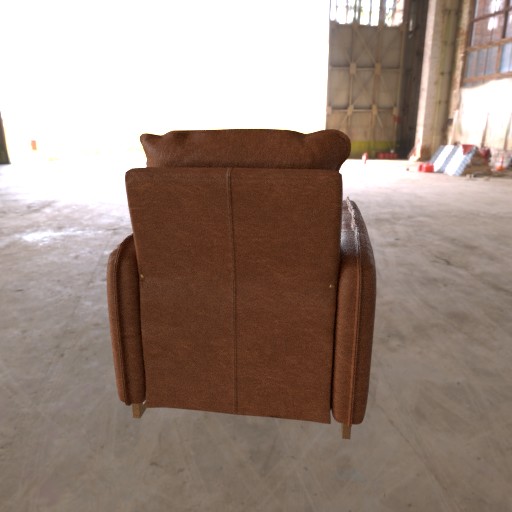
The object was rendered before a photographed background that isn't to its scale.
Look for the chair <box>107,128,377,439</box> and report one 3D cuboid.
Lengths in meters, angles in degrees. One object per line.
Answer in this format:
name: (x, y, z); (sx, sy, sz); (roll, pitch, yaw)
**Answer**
chair: (0.000, 0.000, 1.657); (0.830, 0.922, 0.922); (2, 17, 8)
